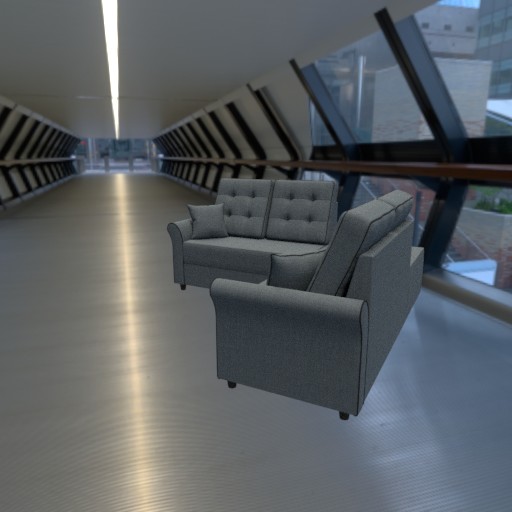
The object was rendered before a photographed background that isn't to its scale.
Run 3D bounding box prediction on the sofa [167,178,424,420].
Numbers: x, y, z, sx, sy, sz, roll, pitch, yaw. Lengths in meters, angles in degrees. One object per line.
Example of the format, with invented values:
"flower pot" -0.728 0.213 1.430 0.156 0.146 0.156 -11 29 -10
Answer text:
"sofa" 0.000 0.000 3.222 2.068 0.988 2.070 7 15 27
